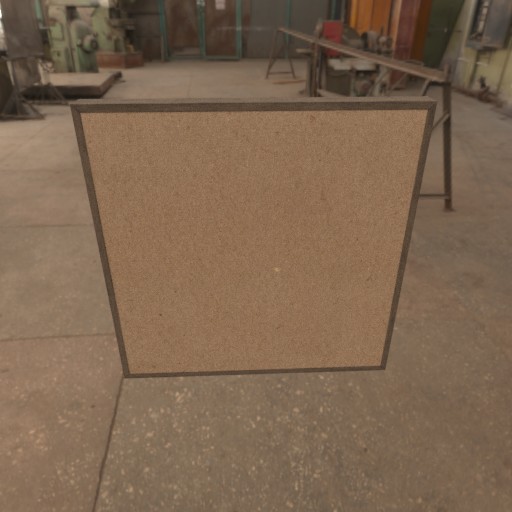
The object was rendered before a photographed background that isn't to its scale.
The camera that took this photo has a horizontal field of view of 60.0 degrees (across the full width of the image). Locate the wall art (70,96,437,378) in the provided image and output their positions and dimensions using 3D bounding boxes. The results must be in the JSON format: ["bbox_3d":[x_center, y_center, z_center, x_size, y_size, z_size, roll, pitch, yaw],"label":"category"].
[{"bbox_3d":[0.000,0.000,0.754,0.508,0.508,0.038,-1,30,-2],"label":"wall art"}]
